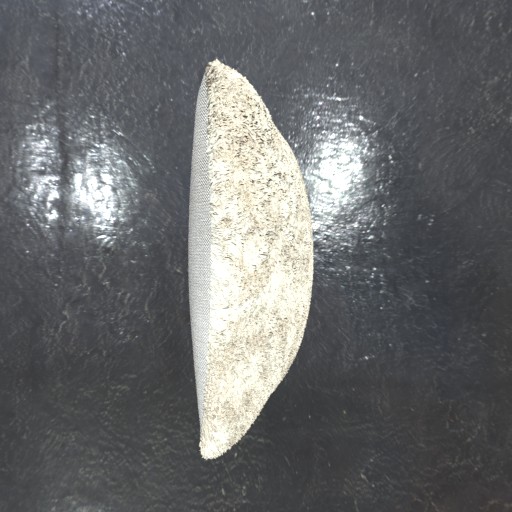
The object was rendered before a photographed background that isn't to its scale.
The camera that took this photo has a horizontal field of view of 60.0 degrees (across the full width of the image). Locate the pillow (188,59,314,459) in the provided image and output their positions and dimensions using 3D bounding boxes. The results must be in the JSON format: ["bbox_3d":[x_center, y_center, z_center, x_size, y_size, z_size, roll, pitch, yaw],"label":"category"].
[{"bbox_3d":[0.000,0.000,0.813,0.218,0.515,0.529,0,90,1],"label":"pillow"}]
